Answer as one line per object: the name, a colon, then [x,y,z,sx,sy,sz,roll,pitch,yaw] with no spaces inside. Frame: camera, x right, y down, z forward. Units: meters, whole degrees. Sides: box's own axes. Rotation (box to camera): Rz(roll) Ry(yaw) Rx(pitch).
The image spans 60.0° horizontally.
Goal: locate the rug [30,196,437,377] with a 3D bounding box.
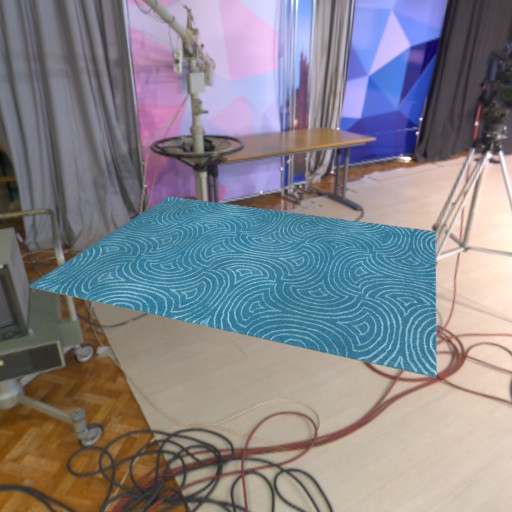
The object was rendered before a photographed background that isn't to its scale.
rug: [0.000,0.000,2.805,2.144,0.015,1.543,9,29,17]
